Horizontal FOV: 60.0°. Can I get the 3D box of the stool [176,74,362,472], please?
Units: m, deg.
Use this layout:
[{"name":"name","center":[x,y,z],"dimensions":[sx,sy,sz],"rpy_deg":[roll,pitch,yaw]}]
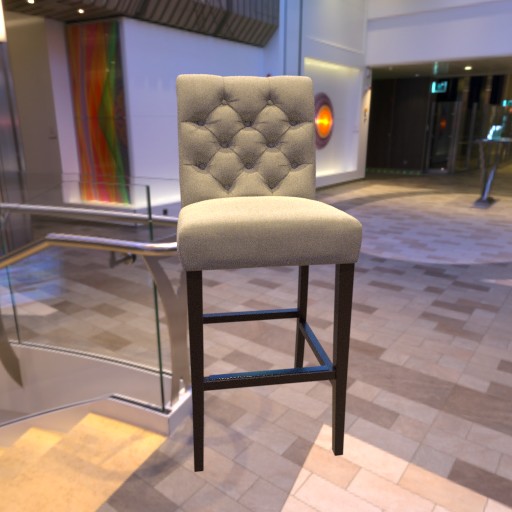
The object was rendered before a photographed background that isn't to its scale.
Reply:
[{"name":"stool","center":[0.000,0.000,1.439],"dimensions":[0.493,1.140,0.601],"rpy_deg":[-3,17,-8]}]
